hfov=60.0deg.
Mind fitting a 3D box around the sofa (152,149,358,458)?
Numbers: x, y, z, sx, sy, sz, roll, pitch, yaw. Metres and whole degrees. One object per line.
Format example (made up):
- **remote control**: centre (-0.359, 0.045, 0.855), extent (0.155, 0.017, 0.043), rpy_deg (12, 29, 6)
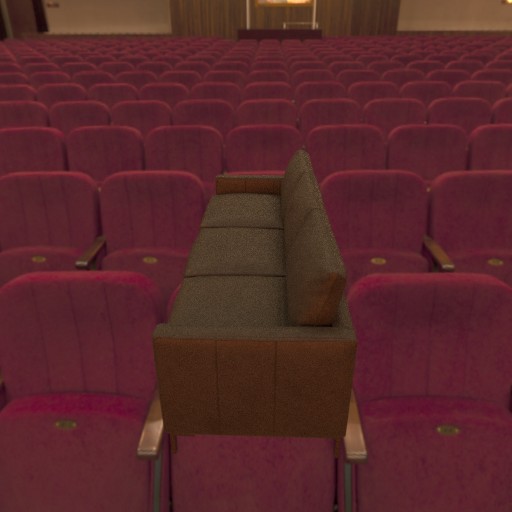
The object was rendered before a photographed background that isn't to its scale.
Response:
- **sofa**: centre (0.000, 0.000, 2.453), extent (0.748, 0.805, 2.029), rpy_deg (1, 26, 2)
